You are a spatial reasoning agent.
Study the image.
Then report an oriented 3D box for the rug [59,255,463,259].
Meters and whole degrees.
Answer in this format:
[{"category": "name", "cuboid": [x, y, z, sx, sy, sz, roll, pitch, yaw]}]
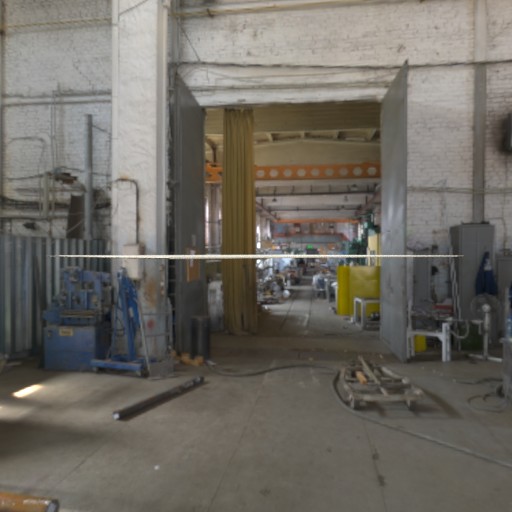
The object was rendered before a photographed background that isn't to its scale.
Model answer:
[{"category": "rug", "cuboid": [0.000, 0.000, 4.329, 3.327, 0.010, 2.464, 0, 0, -37]}]
